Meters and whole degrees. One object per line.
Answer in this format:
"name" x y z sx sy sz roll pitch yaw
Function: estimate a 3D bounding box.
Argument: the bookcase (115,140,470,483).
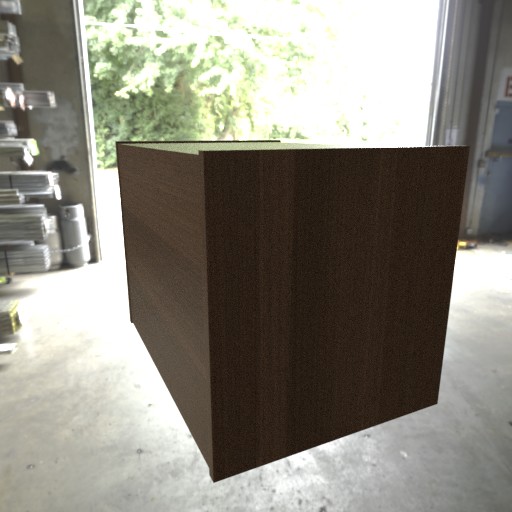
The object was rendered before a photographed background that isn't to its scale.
"bookcase" 0.000 0.000 0.617 0.290 0.305 0.415 -7 17 -25
